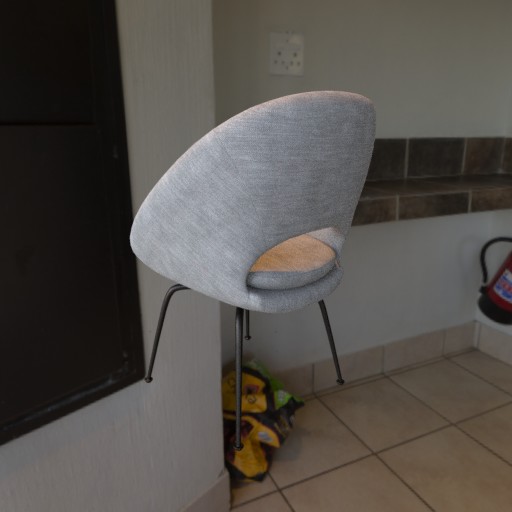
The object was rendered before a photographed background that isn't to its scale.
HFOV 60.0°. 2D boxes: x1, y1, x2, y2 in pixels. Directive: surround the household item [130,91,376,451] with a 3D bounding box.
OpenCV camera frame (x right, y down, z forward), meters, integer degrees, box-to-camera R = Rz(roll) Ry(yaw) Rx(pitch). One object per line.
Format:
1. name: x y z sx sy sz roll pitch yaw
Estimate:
1. household item: 0.000 0.000 1.288 0.643 0.869 0.587 -15 21 -42
